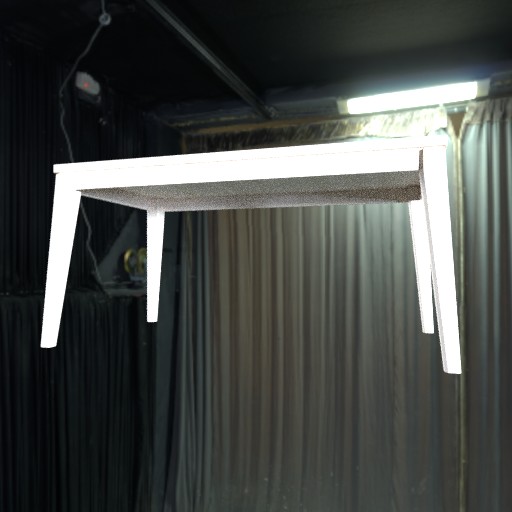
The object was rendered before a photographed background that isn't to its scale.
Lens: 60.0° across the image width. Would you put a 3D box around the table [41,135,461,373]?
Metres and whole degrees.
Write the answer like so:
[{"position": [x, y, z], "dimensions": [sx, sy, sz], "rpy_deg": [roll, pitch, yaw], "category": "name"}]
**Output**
[{"position": [0.000, 0.000, 2.044], "dimensions": [1.600, 0.760, 0.900], "rpy_deg": [0, -1, 16], "category": "table"}]
